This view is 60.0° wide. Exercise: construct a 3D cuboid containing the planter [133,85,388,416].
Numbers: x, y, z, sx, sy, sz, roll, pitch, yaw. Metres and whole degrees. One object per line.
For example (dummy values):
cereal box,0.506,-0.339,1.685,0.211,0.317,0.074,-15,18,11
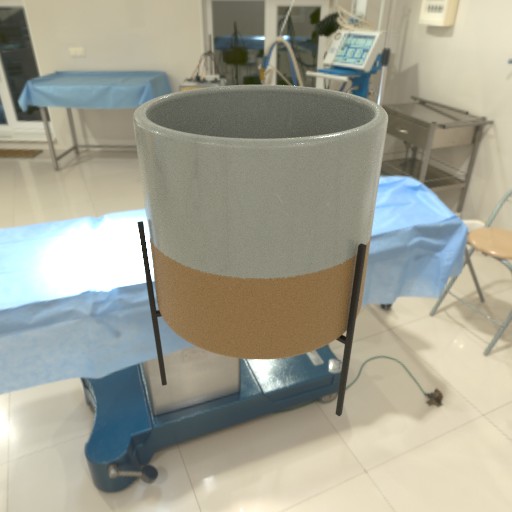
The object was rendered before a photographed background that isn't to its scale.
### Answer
planter,0.000,0.000,0.732,0.360,0.480,0.348,-9,32,-15
